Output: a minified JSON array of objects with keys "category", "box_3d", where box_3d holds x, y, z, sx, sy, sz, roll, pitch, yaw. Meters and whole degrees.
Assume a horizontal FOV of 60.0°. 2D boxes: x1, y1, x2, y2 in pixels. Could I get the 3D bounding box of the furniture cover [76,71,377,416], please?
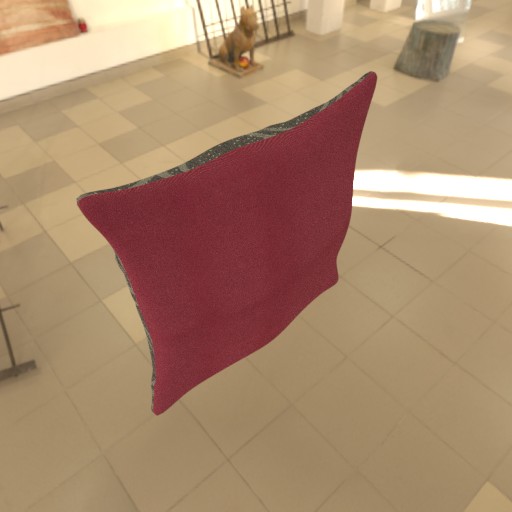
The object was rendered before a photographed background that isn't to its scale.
[{"category":"furniture cover","box_3d":[0.000,0.000,0.776,0.514,0.513,0.163,-32,53,-28]}]
